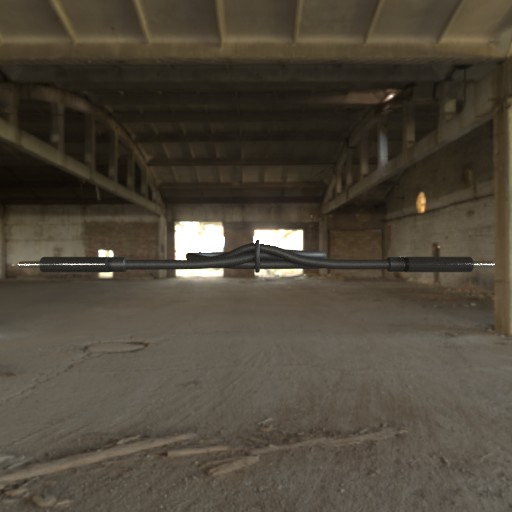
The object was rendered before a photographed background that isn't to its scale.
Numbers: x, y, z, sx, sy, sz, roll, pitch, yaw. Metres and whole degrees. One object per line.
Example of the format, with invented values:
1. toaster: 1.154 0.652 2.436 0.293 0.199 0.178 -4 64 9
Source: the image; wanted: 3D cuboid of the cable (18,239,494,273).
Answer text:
1. cable: 0.000 0.000 0.206 0.186 0.014 0.070 0 0 -1
